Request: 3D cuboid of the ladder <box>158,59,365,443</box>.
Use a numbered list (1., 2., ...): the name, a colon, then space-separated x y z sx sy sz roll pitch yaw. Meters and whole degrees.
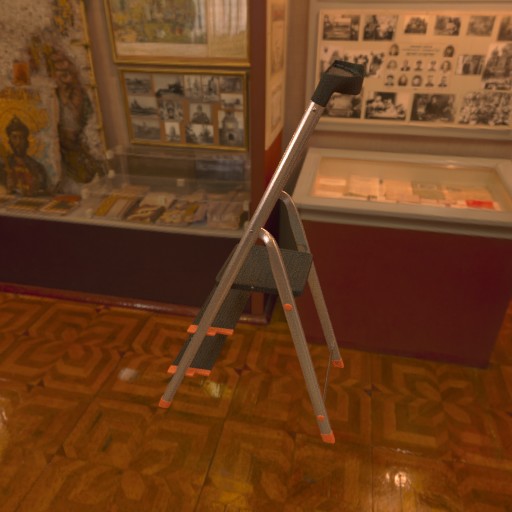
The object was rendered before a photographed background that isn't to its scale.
1. ladder: 0.000 0.000 1.531 0.686 1.229 0.416 7 31 12
